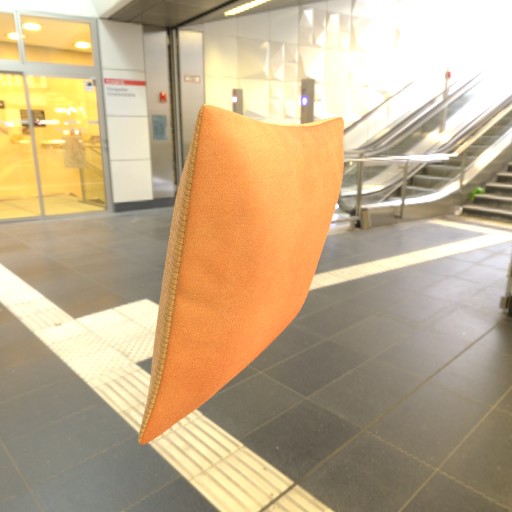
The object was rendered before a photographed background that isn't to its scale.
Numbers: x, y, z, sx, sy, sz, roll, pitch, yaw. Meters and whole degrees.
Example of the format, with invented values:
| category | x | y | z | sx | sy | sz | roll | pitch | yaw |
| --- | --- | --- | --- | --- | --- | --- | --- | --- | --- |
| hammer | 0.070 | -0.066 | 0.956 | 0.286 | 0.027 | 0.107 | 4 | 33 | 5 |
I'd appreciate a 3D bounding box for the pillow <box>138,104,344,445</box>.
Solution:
| category | x | y | z | sx | sy | sz | roll | pitch | yaw |
| --- | --- | --- | --- | --- | --- | --- | --- | --- | --- |
| pillow | 0.000 | 0.000 | 0.652 | 0.177 | 0.401 | 0.424 | 8 | 18 | 26 |
